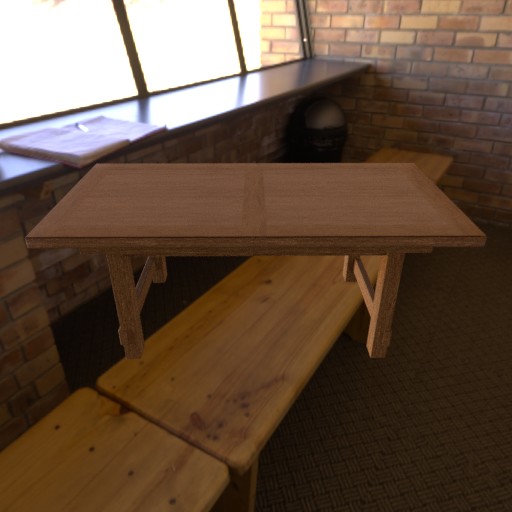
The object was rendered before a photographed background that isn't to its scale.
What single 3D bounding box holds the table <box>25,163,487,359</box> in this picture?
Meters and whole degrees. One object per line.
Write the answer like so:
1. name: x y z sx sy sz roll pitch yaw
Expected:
1. table: 0.000 0.000 2.517 1.982 0.762 1.000 0 30 0
